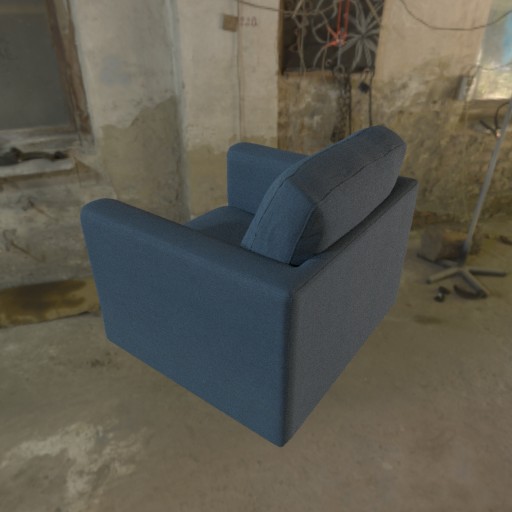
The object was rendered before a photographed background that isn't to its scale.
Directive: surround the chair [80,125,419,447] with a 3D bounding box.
[{"bbox_3d":[0.000,0.000,1.580,0.820,0.922,0.855,21,38,30],"label":"chair"}]
